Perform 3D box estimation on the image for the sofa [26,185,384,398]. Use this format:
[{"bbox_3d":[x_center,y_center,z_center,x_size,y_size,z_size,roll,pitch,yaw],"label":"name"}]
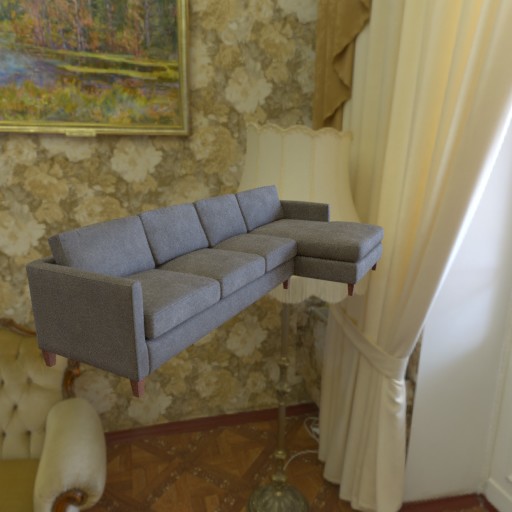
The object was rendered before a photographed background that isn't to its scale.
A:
[{"bbox_3d":[0.000,0.000,4.036,1.604,0.950,3.471,8,17,27],"label":"sofa"}]
